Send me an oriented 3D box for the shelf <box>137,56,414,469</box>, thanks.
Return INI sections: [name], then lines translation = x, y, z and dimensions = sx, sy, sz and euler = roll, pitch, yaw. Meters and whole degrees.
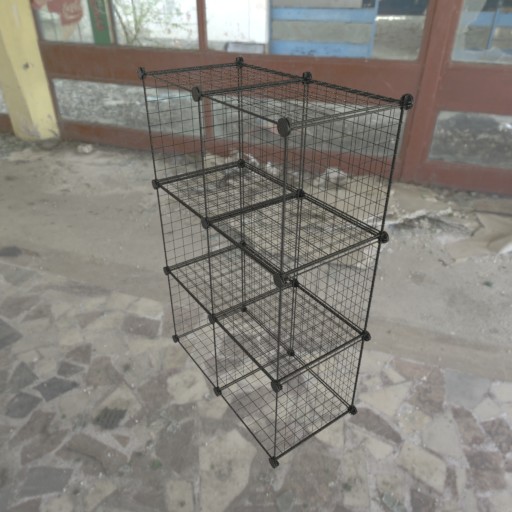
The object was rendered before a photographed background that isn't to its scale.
[shelf]
translation = 0.000, 0.000, 1.414
dimensions = 0.356, 1.067, 0.711
euler = -20, 37, -29
